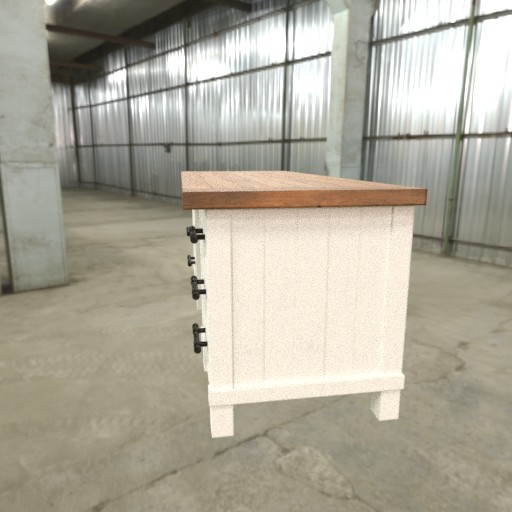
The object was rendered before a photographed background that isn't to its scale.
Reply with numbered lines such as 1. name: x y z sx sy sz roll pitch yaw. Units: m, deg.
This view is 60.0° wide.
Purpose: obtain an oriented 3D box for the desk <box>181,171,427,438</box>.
1. desk: 0.000 0.000 2.157 0.688 0.760 1.803 -2 13 -9
